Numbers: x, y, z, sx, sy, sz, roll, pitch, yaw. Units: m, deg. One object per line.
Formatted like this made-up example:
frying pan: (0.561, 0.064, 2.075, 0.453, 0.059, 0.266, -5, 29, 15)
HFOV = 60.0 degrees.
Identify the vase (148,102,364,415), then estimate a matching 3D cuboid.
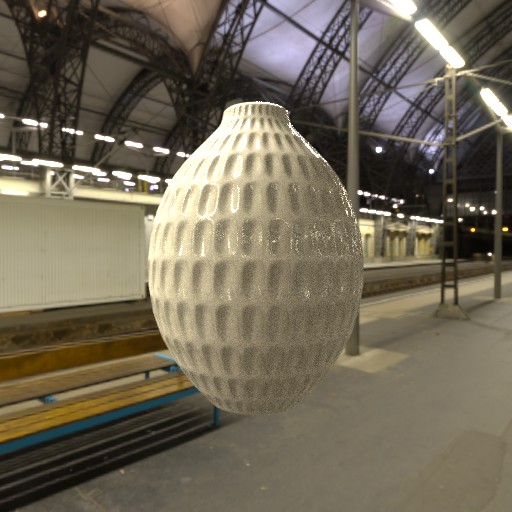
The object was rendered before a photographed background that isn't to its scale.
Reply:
vase: (0.000, 0.000, 0.343, 0.162, 0.223, 0.162, 0, 1, 0)
